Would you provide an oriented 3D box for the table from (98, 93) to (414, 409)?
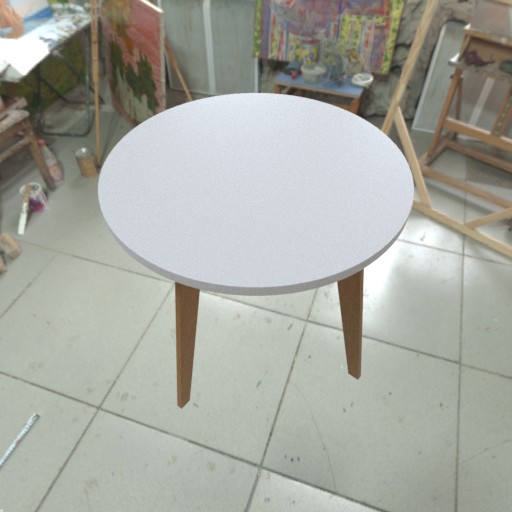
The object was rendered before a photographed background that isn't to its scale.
[{"bbox_3d":[0.000,0.000,1.570,0.896,0.762,0.896,0,47,0],"label":"table"}]
